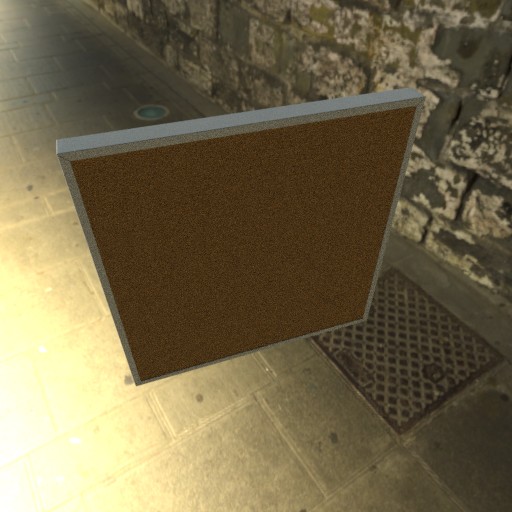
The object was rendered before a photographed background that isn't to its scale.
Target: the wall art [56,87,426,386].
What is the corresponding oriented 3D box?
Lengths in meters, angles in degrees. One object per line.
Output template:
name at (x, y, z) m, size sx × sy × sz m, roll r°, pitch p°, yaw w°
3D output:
wall art at (0.000, 0.000, 0.766) m, size 0.508 × 0.508 × 0.037 m, roll -13°, pitch 44°, yaw -14°
